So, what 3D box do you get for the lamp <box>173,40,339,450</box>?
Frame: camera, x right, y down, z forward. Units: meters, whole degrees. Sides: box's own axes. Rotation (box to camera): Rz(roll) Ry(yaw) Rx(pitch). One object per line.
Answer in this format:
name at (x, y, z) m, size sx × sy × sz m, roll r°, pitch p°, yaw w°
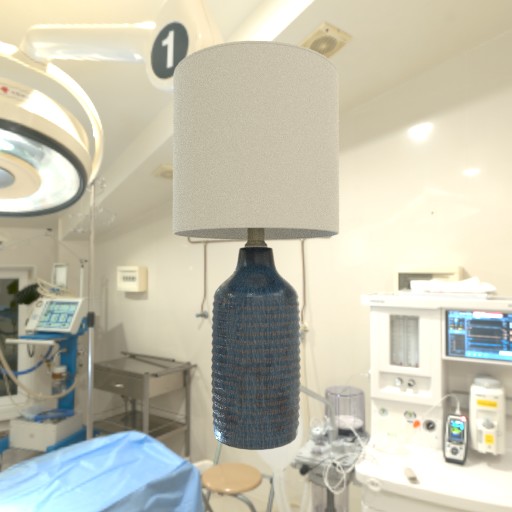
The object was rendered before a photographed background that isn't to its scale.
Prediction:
lamp at (0.000, 0.000, 0.597) m, size 0.220 × 0.475 × 0.220 m, roll -1°, pitch -2°, yaw 37°
